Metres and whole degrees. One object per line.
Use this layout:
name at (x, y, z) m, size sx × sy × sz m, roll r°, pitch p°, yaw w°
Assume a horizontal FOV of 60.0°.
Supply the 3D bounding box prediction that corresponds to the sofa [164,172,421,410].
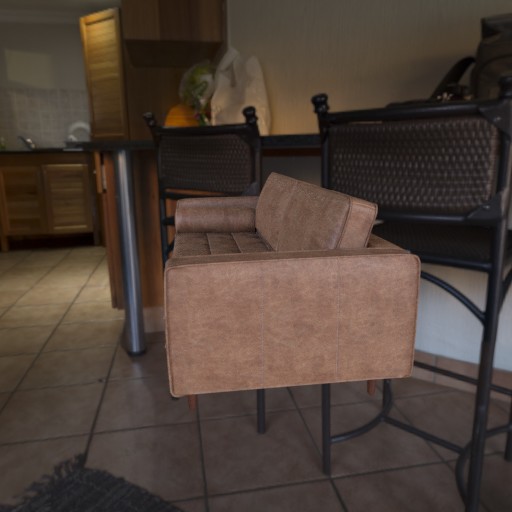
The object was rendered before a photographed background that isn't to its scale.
sofa at (0.000, 0.000, 2.453) m, size 0.924 × 0.825 × 1.920 m, roll -2°, pitch 14°, yaw -8°
